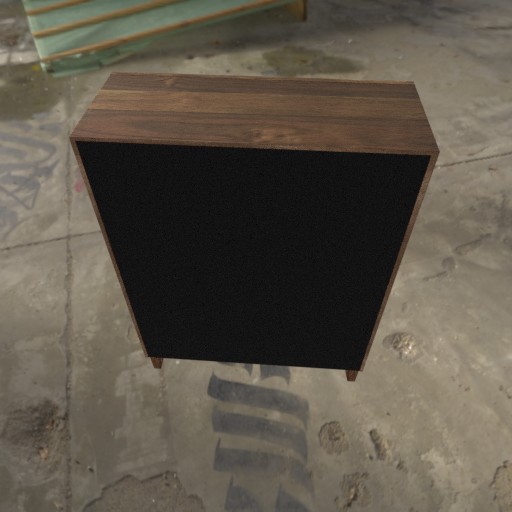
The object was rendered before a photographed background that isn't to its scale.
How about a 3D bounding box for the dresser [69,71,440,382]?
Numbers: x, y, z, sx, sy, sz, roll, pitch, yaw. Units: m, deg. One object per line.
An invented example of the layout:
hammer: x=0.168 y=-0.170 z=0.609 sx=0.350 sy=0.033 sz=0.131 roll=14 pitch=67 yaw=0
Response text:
dresser: x=0.000 y=0.000 z=1.918 sx=1.062 sy=1.393 sz=0.442 roll=3 pitch=47 yaw=3
